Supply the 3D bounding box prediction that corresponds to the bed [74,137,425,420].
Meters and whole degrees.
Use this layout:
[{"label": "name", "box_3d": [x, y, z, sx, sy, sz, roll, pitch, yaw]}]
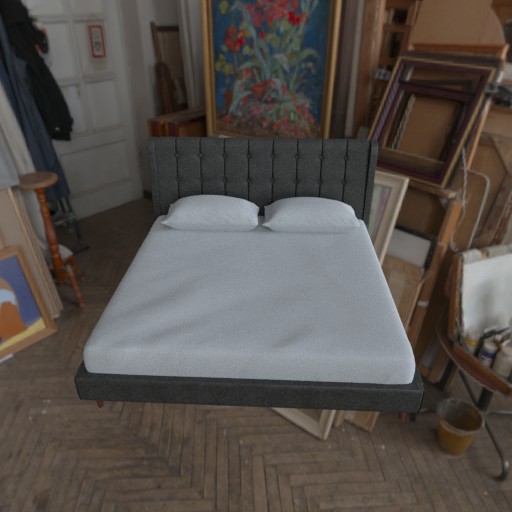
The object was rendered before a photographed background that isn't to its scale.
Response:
[{"label": "bed", "box_3d": [0.000, 0.000, 3.143, 1.903, 1.158, 2.031, 1, 30, 2]}]
